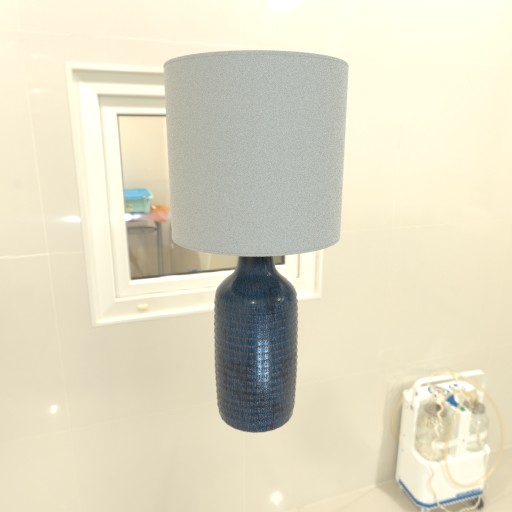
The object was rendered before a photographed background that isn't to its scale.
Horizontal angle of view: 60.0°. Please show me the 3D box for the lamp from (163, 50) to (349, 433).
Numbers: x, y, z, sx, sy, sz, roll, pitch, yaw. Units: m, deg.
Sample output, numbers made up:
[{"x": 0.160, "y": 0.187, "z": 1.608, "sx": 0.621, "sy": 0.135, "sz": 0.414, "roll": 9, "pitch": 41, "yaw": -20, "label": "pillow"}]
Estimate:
[{"x": 0.000, "y": 0.000, "z": 0.600, "sx": 0.220, "sy": 0.475, "sz": 0.220, "roll": -8, "pitch": 17, "yaw": -27, "label": "lamp"}]
